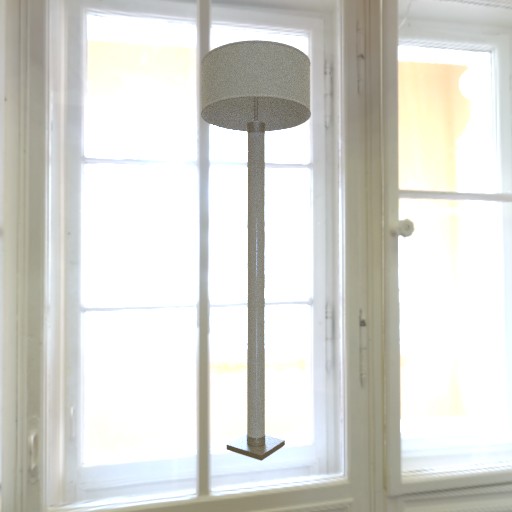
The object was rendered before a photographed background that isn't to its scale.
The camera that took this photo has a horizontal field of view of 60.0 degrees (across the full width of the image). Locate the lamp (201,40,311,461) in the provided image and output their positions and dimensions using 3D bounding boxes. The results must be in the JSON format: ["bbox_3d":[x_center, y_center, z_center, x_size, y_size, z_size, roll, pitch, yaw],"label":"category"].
[{"bbox_3d":[0.000,0.000,1.703,0.420,1.475,0.420,0,0,35],"label":"lamp"}]
